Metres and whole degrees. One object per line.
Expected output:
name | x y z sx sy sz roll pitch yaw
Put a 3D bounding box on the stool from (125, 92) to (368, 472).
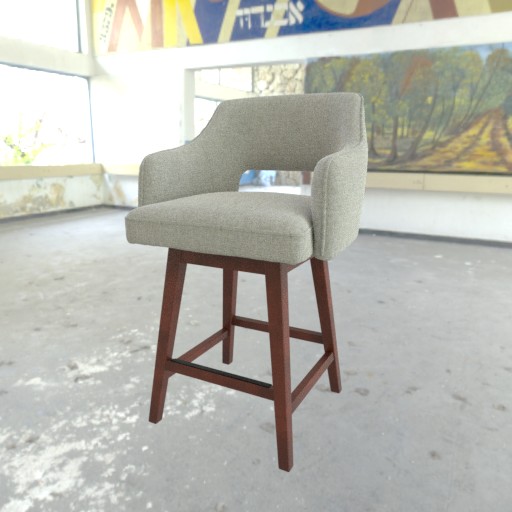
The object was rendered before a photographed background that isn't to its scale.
stool | 0.000 0.000 1.300 0.599 0.944 0.558 7 16 27
